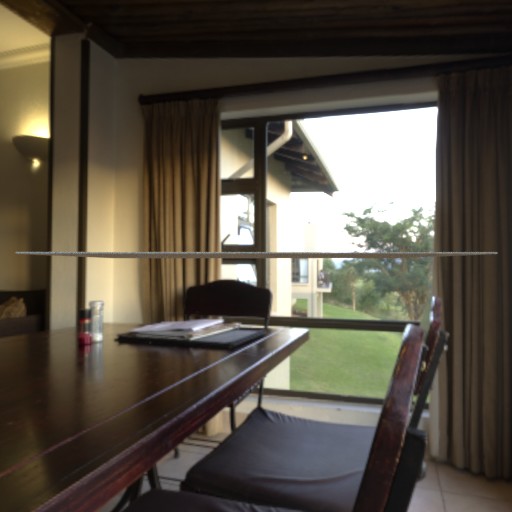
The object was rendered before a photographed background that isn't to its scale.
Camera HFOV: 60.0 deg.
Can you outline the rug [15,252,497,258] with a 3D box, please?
[{"bbox_3d":[0.000,0.000,2.181,1.752,0.006,1.142,0,-1,-1],"label":"rug"}]
